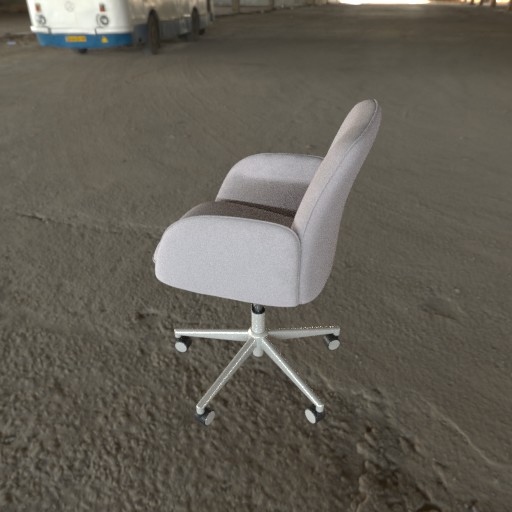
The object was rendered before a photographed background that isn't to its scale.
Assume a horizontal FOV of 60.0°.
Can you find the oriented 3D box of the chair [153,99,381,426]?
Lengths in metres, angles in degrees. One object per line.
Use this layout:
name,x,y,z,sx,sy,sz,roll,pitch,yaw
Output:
chair,0.000,0.000,1.429,0.654,0.959,0.648,9,32,14
